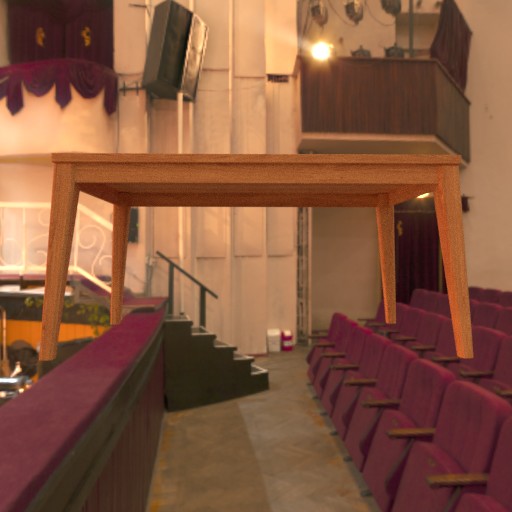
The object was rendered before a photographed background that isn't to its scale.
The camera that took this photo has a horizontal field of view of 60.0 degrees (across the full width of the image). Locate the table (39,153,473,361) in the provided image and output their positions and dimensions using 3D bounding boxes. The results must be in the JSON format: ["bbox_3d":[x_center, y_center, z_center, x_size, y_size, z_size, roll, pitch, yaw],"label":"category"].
[{"bbox_3d":[0.000,0.000,2.073,1.600,0.760,0.900,0,0,-1],"label":"table"}]
